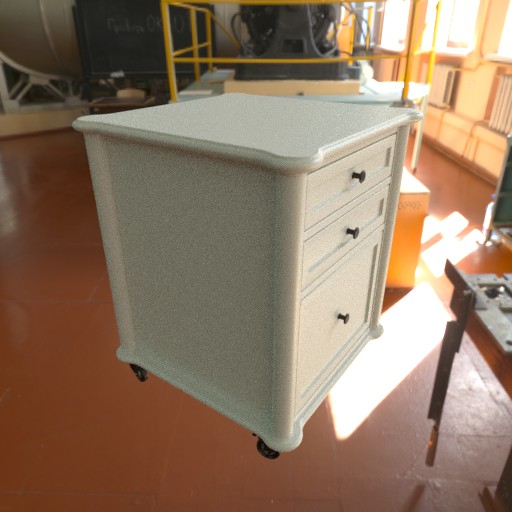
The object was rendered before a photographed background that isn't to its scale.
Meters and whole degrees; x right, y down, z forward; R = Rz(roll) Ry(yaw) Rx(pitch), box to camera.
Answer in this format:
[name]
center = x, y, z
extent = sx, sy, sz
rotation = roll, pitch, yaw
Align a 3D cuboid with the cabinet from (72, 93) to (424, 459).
[cabinet]
center = 0.000, 0.000, 1.228
extent = 0.627, 0.761, 0.628
rotation = 18, 32, 31
